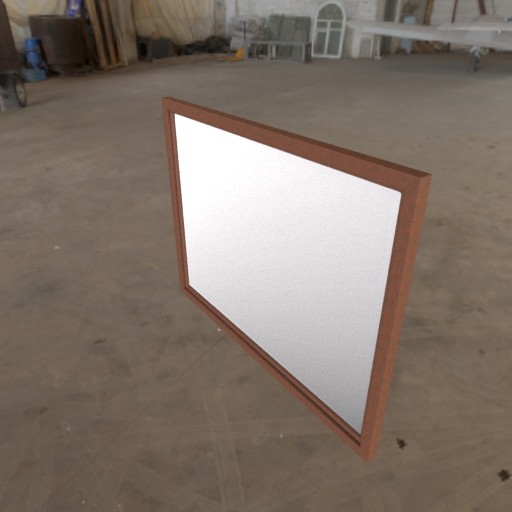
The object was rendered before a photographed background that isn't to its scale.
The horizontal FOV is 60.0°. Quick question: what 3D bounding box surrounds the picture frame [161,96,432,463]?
[{"bbox_3d":[0.000,0.000,1.743,0.045,1.018,1.329,-20,35,-32],"label":"picture frame"}]
